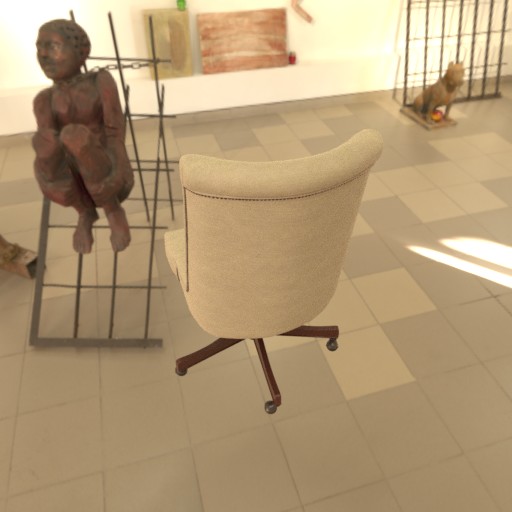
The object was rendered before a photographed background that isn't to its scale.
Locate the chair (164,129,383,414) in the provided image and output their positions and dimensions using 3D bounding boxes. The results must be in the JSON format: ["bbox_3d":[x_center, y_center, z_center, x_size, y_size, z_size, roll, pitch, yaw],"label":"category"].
[{"bbox_3d":[0.000,0.000,1.434,0.645,1.010,0.696,-11,42,-13],"label":"chair"}]
